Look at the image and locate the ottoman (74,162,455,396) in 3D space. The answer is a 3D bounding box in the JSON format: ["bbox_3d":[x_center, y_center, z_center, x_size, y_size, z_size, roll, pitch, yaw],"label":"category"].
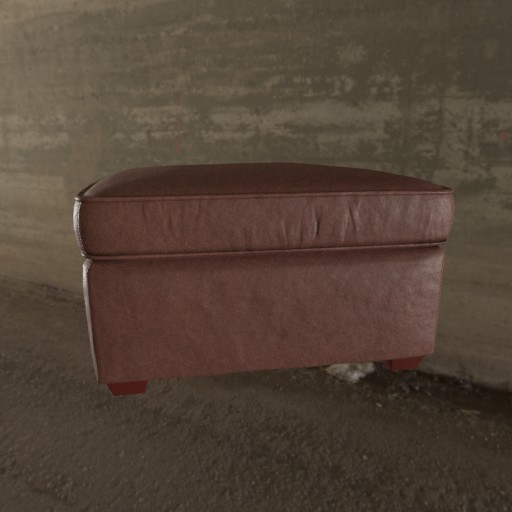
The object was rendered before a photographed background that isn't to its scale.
[{"bbox_3d":[0.000,0.000,1.103,0.749,0.449,0.548,-3,15,-9],"label":"ottoman"}]
